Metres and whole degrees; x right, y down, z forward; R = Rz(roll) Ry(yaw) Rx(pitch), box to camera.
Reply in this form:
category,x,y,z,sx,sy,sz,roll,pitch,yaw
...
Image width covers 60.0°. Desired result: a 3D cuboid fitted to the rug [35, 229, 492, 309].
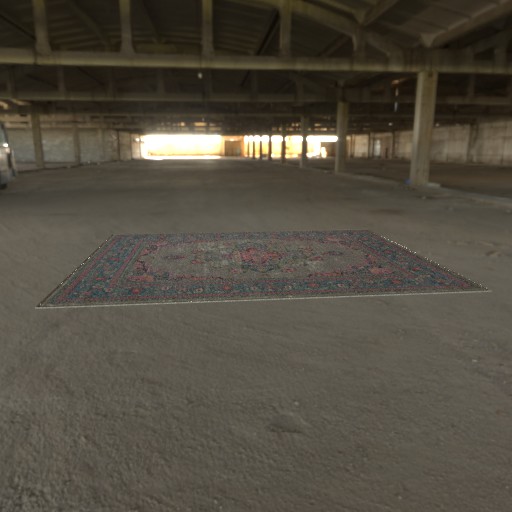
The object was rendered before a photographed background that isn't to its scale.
category,x,y,z,sx,sy,sz,roll,pitch,yaw
rug,0.000,0.000,4.102,3.057,0.013,2.434,-2,14,-6
